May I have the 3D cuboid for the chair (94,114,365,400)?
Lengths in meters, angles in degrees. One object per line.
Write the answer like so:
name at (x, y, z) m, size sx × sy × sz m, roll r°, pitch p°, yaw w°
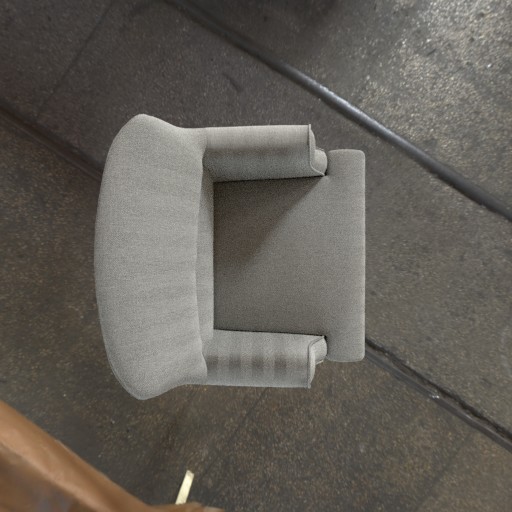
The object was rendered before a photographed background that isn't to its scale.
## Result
chair at (0.000, 0.000, 1.457) m, size 0.755 × 0.880 × 0.772 m, roll 0°, pitch 91°, yaw 0°
